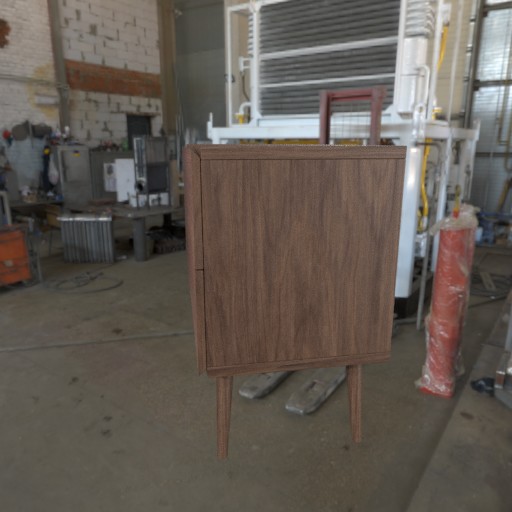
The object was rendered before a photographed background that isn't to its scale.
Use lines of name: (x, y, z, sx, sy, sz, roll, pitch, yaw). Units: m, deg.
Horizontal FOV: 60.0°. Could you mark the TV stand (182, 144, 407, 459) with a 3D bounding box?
TV stand: (0.000, 0.000, 1.355, 0.405, 0.660, 0.990, -3, 15, -10)
